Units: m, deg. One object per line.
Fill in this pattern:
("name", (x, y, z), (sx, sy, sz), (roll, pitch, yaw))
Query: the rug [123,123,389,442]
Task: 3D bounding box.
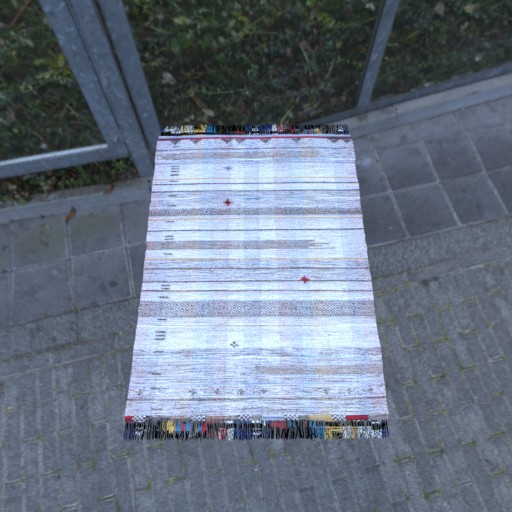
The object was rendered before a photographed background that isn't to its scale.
("rug", (0.000, 0.000, 2.386), (1.217, 0.012, 1.848), (0, 64, 0))
